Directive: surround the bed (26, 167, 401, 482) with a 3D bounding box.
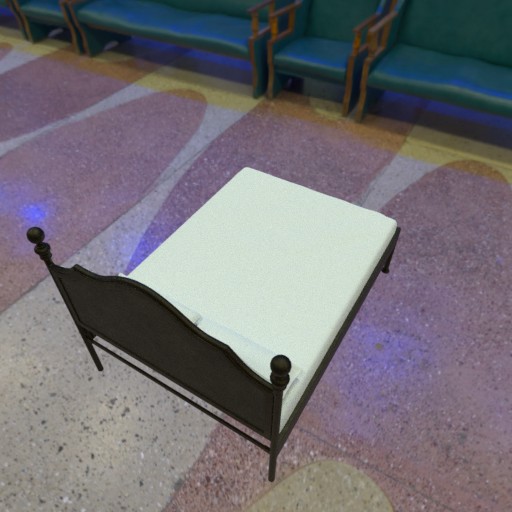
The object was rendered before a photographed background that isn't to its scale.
[{"bbox_3d":[0.000,0.000,3.299,1.642,1.499,2.224,24,51,21],"label":"bed"}]
